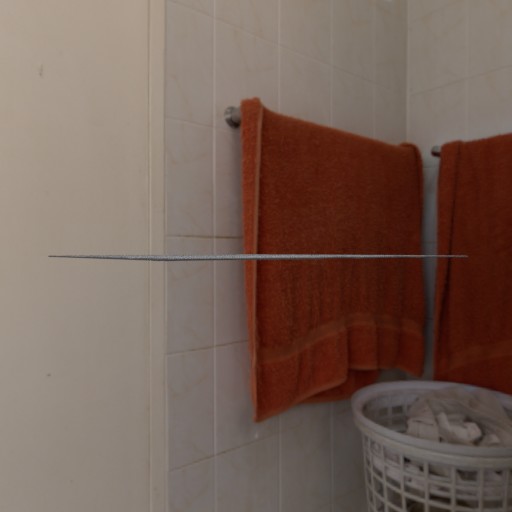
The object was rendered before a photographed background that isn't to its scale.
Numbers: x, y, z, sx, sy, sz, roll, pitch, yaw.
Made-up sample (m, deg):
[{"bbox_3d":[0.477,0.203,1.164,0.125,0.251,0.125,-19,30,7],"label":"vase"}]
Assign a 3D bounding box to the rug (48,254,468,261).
[{"bbox_3d":[0.000,0.000,4.134,3.068,0.021,2.456,0,1,-37],"label":"rug"}]
